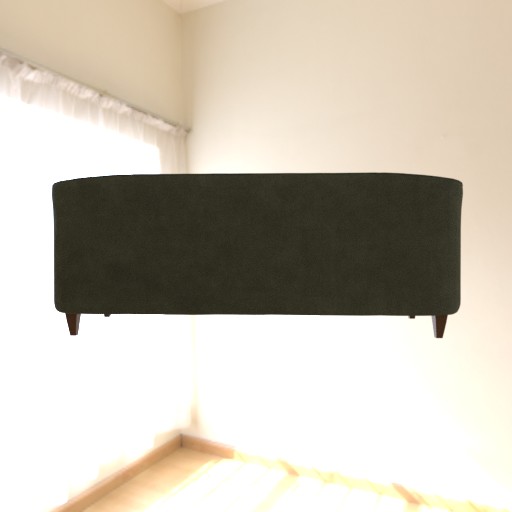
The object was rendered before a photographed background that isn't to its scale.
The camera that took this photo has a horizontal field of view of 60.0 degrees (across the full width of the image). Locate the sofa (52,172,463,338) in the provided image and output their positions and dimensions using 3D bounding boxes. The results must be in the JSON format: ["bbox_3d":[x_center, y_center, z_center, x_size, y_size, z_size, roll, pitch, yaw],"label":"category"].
[{"bbox_3d":[0.000,0.000,2.711,2.278,0.855,0.941,0,0,2],"label":"sofa"}]
